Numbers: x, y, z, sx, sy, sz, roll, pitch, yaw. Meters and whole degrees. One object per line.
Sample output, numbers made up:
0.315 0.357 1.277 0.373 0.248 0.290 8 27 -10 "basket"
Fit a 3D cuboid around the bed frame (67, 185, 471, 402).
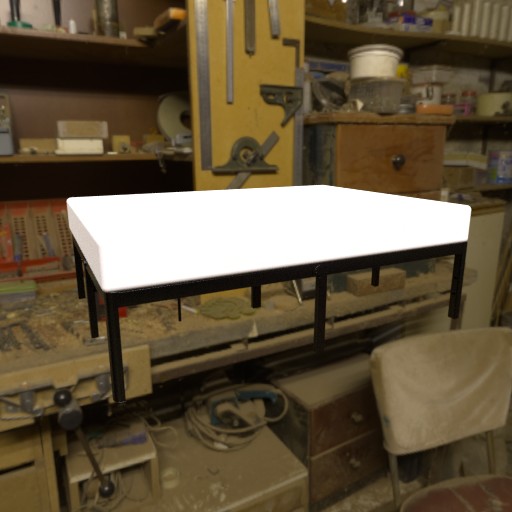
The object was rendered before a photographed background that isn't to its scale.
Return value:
0.000 0.000 2.675 1.956 0.659 1.408 -7 16 -26 "bed frame"
